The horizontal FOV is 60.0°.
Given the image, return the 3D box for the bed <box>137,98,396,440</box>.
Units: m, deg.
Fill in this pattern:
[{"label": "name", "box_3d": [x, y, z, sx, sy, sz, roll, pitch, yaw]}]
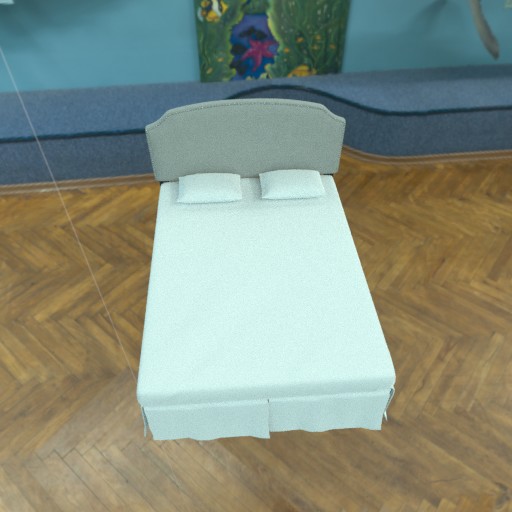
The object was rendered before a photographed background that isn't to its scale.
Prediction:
[{"label": "bed", "box_3d": [0.000, 0.000, 3.027, 1.558, 1.270, 1.999, -3, 47, -3]}]
